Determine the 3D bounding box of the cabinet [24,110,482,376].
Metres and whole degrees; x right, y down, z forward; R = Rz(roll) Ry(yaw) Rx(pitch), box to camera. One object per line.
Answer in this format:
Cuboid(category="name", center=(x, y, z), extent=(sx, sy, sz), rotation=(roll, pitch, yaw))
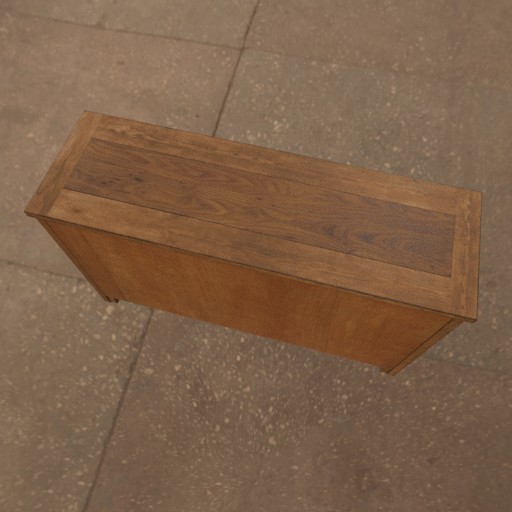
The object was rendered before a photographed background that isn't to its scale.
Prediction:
Cuboid(category="cabinet", center=(0.000, 0.000, 1.856), extent=(1.474, 0.813, 0.480), rotation=(13, 64, 7))
